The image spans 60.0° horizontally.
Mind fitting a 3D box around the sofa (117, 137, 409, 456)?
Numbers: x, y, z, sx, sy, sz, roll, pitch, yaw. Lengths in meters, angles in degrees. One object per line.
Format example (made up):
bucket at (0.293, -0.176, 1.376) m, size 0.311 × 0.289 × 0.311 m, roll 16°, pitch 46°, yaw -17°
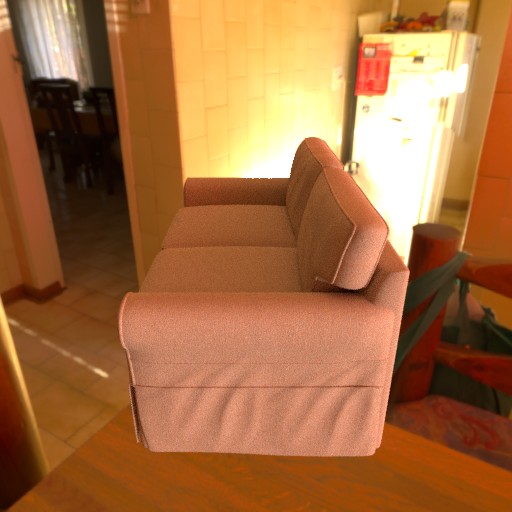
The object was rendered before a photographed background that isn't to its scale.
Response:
sofa at (0.000, 0.000, 2.278) m, size 0.991 × 0.940 × 1.727 m, roll 0°, pitch 25°, yaw 0°
